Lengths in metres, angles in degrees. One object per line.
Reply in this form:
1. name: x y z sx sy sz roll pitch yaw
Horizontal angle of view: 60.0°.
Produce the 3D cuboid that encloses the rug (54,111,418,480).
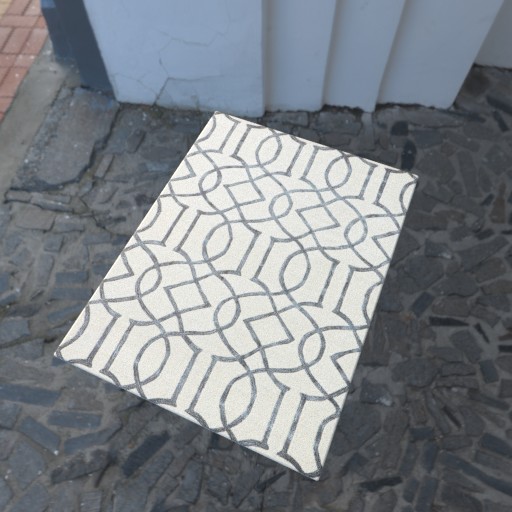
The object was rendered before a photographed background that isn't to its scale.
1. rug: 0.000 0.000 3.914 2.211 0.021 2.910 21 63 11
